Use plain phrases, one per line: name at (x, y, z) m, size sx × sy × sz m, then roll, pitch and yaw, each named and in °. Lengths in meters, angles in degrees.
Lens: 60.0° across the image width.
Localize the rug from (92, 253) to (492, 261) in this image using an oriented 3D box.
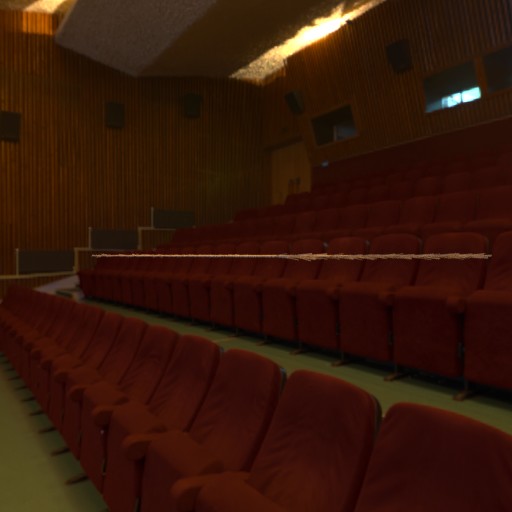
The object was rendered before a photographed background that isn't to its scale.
rug at (0.000, 0.000, 2.476) m, size 1.224 × 0.027 × 2.021 m, roll 0°, pitch 0°, yaw -36°
